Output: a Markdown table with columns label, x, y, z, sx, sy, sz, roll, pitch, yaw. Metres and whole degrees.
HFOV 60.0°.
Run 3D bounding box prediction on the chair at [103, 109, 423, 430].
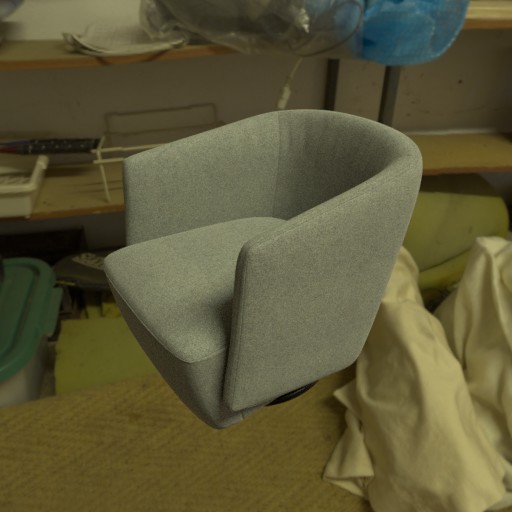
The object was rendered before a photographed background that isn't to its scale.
| label | x | y | z | sx | sy | sz | roll | pitch | yaw |
| --- | --- | --- | --- | --- | --- | --- | --- | --- | --- |
| chair | 0.000 | 0.000 | 1.613 | 0.986 | 0.861 | 0.822 | -21 | 37 | -30 |
